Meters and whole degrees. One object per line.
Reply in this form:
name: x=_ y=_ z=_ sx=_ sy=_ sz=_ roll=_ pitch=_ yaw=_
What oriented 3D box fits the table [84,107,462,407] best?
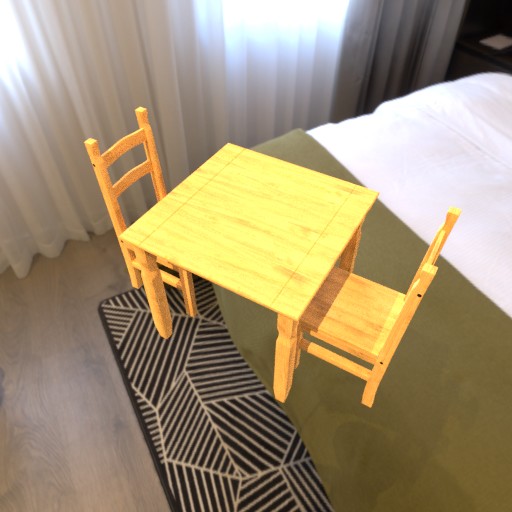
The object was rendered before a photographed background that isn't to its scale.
table: x=0.000 y=0.000 z=2.084 sx=1.501 sy=0.942 sz=0.813 roll=23 pitch=50 yaw=21
